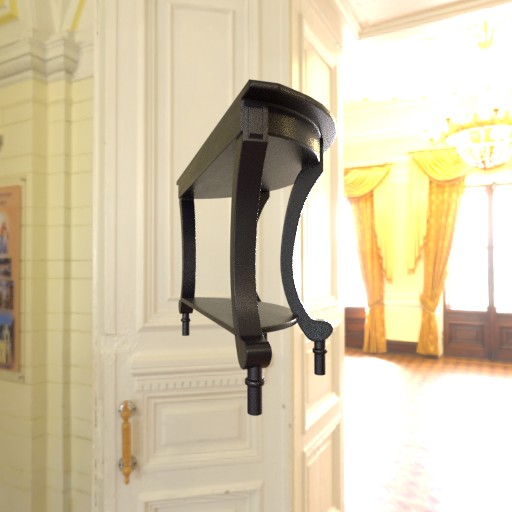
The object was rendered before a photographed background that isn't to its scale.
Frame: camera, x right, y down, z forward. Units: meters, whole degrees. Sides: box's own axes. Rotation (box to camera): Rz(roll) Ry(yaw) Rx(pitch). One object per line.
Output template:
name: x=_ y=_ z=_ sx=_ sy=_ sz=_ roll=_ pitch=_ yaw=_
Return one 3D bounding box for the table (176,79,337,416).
table: x=0.000 y=0.000 z=1.509 sx=0.394 sy=0.692 sz=1.198 roll=0 pitch=-1 yaw=-17
